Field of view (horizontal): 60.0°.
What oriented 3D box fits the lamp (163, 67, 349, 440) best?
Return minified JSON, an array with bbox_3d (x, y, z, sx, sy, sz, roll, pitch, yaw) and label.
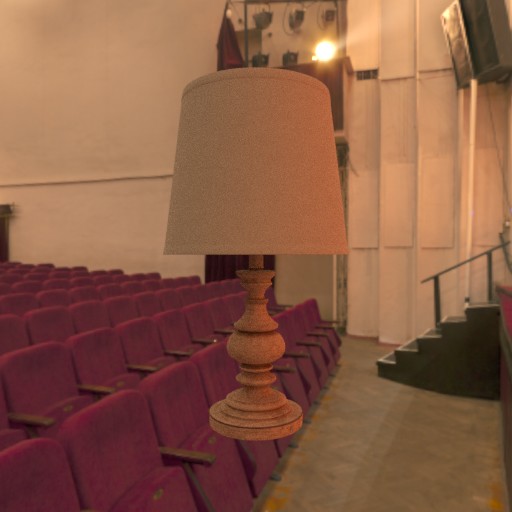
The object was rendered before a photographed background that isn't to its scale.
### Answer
[{"bbox_3d":[0.000,0.000,0.664,0.273,0.497,0.273,0,0,0],"label":"lamp"}]
